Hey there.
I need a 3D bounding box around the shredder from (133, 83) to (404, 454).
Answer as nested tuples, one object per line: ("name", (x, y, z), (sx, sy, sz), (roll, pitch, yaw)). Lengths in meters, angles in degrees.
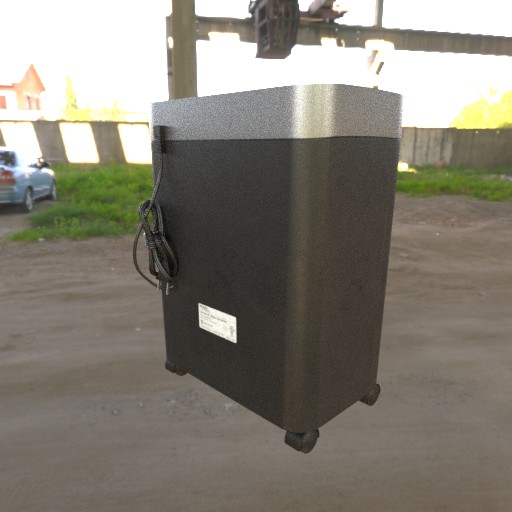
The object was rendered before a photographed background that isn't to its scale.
("shredder", (0.000, 0.000, 0.612), (0.237, 0.419, 0.311), (-13, 19, -43))
